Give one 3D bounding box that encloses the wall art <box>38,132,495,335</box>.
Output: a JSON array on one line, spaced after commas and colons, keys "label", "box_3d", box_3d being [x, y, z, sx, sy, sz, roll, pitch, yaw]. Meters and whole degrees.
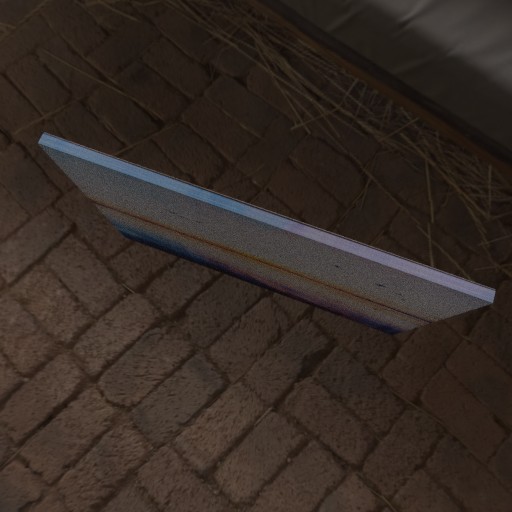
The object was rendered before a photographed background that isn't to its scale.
[{"label": "wall art", "box_3d": [0.000, 0.000, 1.408, 1.137, 0.756, 0.034, 20, 75, 5]}]
